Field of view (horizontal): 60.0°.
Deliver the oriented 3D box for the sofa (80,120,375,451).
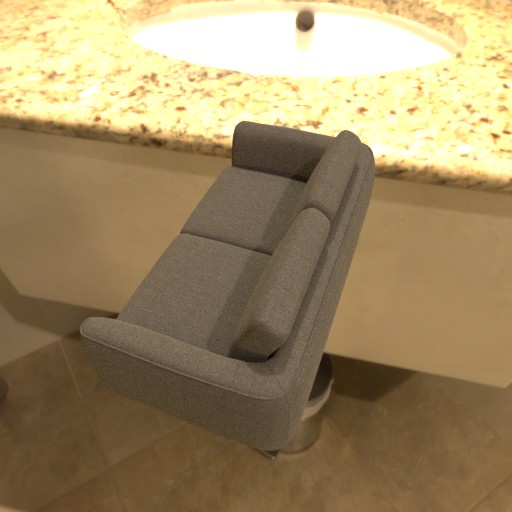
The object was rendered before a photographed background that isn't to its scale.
[{"bbox_3d":[0.000,0.000,2.245,0.920,0.870,1.700,15,49,14],"label":"sofa"}]
